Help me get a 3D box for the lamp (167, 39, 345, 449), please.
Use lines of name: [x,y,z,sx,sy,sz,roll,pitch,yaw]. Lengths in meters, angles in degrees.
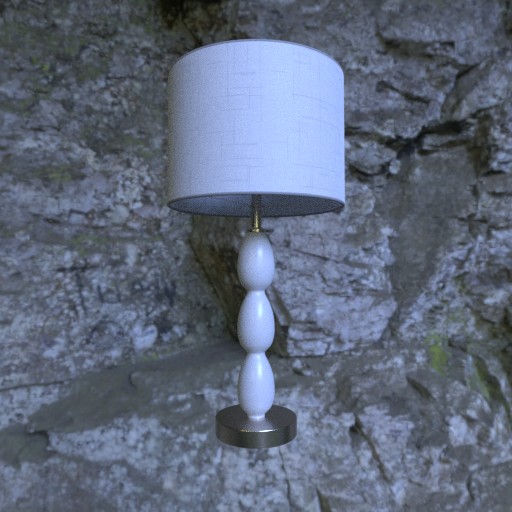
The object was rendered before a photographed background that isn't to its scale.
lamp: [0.000,0.000,0.710,0.280,0.559,0.282,0,-1,0]
